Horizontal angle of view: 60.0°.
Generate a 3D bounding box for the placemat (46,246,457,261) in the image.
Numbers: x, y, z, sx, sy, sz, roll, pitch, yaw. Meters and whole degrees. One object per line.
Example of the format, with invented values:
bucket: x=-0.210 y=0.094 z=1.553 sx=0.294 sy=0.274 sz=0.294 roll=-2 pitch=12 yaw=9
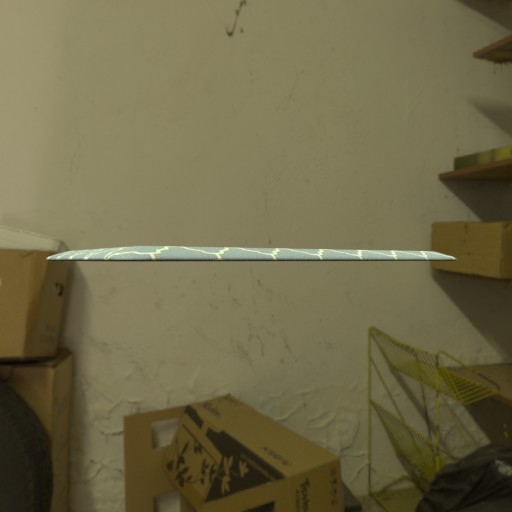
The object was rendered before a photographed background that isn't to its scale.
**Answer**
placemat: x=0.000 y=0.000 z=0.964 sx=0.762 sy=0.021 sz=0.508 roll=0 pitch=-1 yaw=-35
